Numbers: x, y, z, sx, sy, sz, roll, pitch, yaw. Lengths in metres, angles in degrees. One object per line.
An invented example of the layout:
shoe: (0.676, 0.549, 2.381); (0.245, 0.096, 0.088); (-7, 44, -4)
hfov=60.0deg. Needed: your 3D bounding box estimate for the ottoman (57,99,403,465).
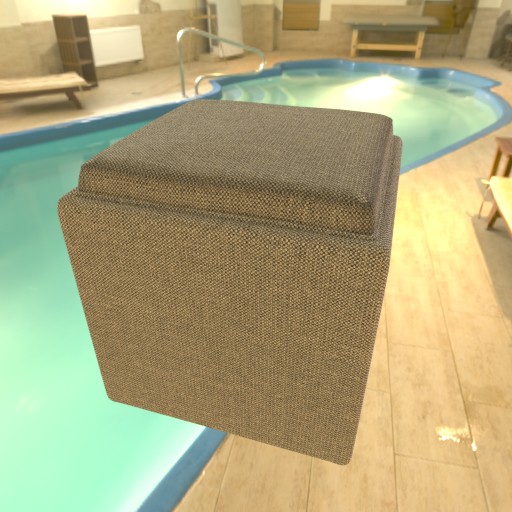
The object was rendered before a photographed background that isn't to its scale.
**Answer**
ottoman: (0.000, 0.000, 0.820); (0.454, 0.487, 0.436); (10, 34, 15)
